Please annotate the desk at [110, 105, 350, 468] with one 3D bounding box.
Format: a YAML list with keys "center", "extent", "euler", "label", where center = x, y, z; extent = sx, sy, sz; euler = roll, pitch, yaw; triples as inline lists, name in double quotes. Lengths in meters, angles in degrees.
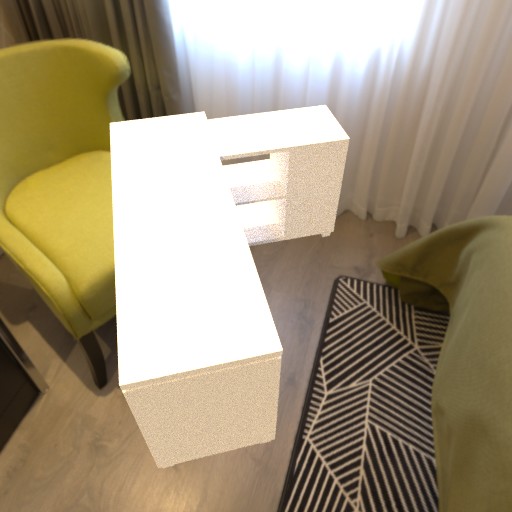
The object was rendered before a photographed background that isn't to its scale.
- center: [0.000, 0.000, 2.183]
  extent: [1.199, 0.759, 1.524]
  euler: [-10, 47, -9]
  label: "desk"
